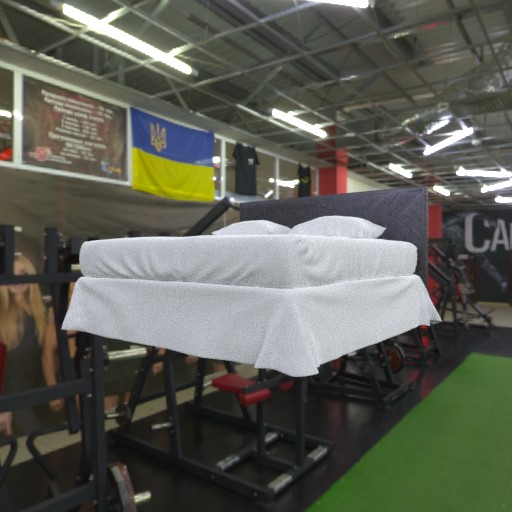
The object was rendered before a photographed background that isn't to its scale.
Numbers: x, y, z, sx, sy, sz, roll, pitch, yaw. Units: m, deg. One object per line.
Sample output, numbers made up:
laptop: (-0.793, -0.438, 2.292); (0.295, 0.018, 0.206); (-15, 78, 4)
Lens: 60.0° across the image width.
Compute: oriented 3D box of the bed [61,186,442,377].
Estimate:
bed: (0.000, 0.000, 3.509); (2.255, 1.158, 2.165); (0, 0, 38)
